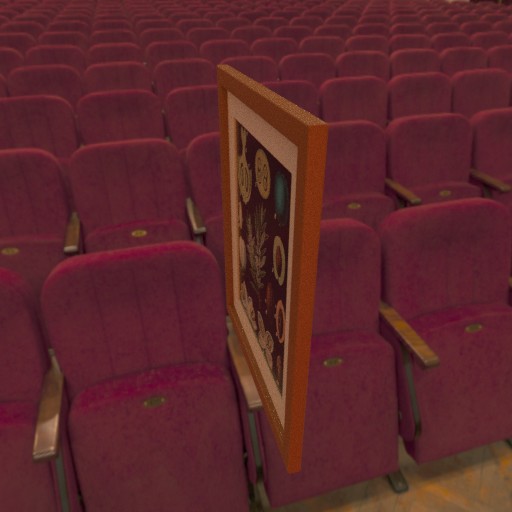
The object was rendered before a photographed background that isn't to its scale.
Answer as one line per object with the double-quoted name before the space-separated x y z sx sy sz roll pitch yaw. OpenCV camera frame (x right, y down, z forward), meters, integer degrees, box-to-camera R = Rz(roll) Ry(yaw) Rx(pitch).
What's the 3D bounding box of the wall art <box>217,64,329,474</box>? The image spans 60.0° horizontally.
"wall art" 0.000 0.000 0.521 0.015 0.379 0.310 -8 31 -14
